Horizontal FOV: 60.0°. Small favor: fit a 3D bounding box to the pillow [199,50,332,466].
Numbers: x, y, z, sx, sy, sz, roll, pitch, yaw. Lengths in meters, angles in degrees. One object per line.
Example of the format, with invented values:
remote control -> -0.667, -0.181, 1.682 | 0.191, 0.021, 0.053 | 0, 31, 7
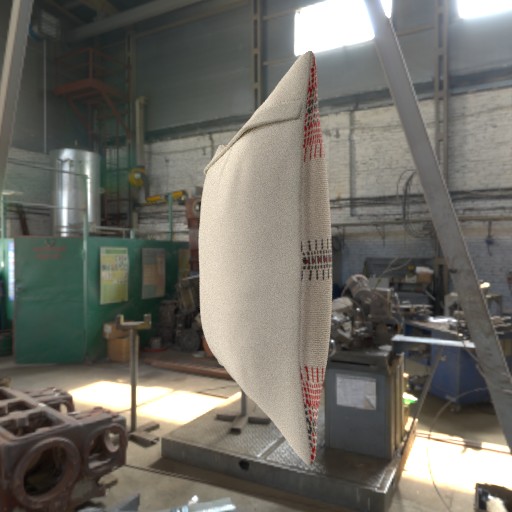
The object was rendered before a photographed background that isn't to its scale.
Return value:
pillow -> 0.000, 0.000, 0.704 | 0.160, 0.454, 0.463 | 0, 0, -17
